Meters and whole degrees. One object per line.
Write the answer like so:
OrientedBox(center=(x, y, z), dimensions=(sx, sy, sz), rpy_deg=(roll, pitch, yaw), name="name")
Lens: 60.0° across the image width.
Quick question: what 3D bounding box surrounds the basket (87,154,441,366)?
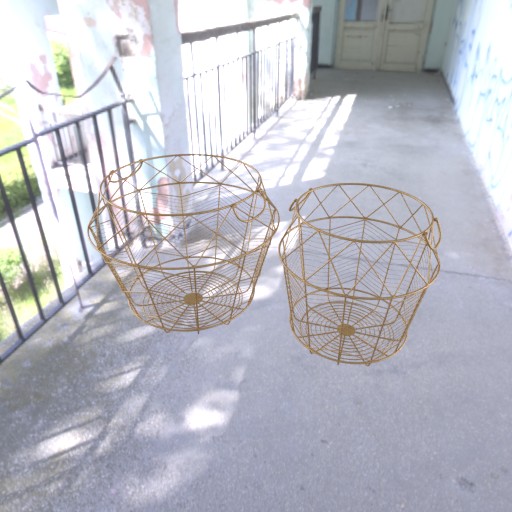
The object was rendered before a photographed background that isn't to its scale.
OrientedBox(center=(0.000, 0.000, 1.055), dimensions=(0.805, 0.343, 0.451), rpy_deg=(10, 33, 15), name="basket")
